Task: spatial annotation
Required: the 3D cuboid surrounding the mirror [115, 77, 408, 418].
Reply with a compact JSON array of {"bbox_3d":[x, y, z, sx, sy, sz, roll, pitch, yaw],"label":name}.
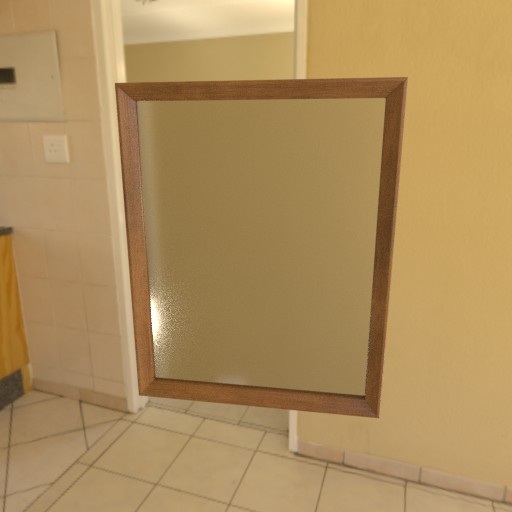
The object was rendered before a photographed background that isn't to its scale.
[{"bbox_3d":[0.000,0.000,0.691,0.406,0.509,0.041,2,15,9],"label":"mirror"}]
